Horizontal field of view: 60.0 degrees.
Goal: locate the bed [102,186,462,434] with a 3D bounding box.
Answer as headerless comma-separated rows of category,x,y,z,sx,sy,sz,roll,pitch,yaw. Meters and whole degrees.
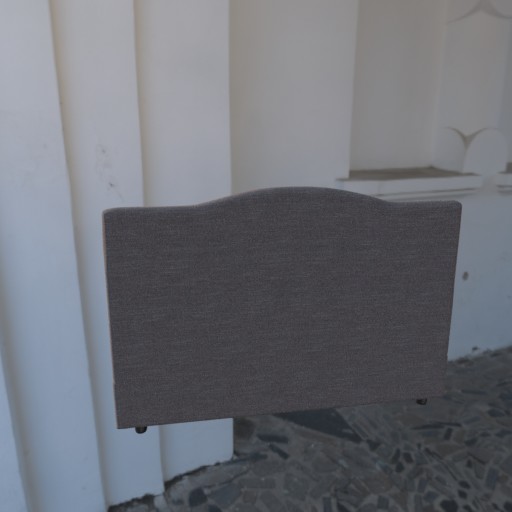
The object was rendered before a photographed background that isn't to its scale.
bed,0.000,0.000,3.876,2.161,1.457,2.689,-2,15,-9
